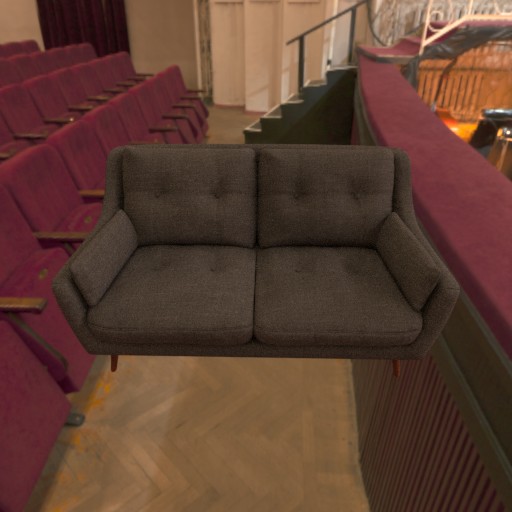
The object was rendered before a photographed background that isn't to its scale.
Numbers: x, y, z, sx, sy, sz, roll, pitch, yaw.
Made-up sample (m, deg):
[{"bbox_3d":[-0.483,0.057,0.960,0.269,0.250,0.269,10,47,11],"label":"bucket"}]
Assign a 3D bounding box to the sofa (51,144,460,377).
[{"bbox_3d":[0.000,0.000,2.176,1.646,0.887,0.976,1,29,1],"label":"sofa"}]
